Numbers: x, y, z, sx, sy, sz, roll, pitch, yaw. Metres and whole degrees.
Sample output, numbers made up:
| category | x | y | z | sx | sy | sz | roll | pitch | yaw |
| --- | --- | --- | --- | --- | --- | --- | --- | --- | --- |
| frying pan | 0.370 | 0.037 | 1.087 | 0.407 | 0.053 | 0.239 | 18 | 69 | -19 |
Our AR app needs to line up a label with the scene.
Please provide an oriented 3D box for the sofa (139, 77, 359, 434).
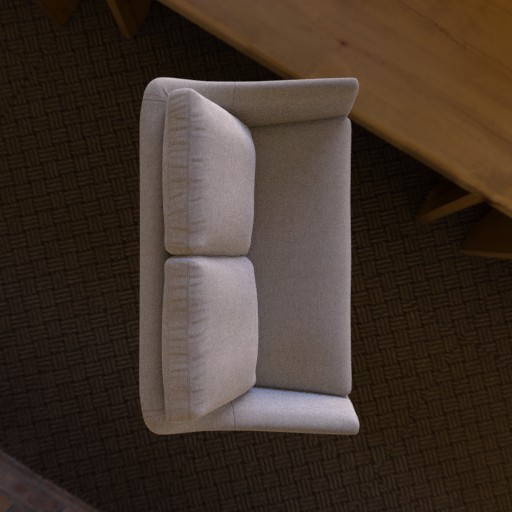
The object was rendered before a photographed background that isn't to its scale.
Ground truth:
| category | x | y | z | sx | sy | sz | roll | pitch | yaw |
| --- | --- | --- | --- | --- | --- | --- | --- | --- | --- |
| sofa | 0.000 | 0.000 | 2.142 | 0.960 | 0.904 | 1.619 | 0 | 90 | -1 |
